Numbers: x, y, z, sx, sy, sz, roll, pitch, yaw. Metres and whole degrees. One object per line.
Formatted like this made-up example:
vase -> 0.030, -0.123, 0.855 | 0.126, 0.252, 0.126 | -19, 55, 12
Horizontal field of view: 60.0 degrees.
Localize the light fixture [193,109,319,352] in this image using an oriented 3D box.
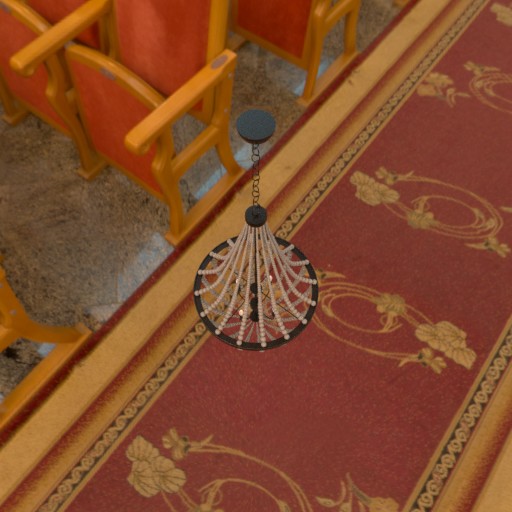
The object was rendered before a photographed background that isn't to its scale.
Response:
light fixture -> 0.000, 0.000, 1.369 | 0.450, 1.133, 0.450 | 0, 63, 0
